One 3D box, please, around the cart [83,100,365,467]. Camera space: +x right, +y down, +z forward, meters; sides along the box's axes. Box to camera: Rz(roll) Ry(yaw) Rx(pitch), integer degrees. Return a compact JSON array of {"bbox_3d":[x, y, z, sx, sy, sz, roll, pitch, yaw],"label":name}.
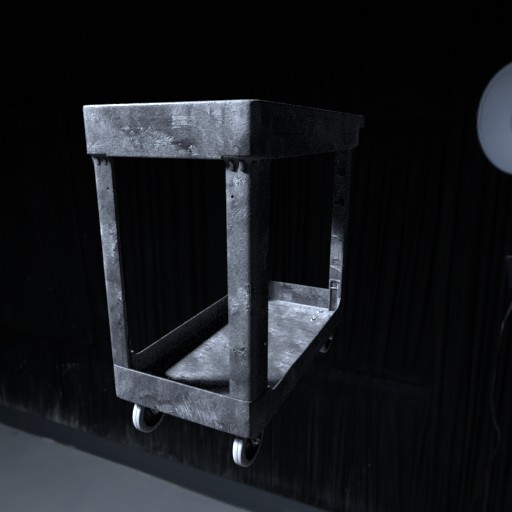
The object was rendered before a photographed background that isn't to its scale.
[{"bbox_3d":[0.000,0.000,1.334,0.420,0.824,0.877,7,17,24],"label":"cart"}]
